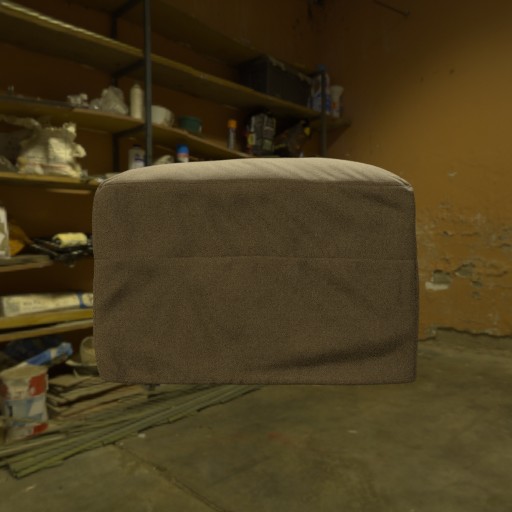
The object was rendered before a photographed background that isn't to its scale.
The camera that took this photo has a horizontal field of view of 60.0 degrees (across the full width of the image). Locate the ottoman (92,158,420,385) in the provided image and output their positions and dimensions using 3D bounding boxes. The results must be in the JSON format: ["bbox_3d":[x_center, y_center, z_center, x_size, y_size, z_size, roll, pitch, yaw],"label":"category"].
[{"bbox_3d":[0.000,0.000,1.266,0.683,0.481,0.837,0,1,1],"label":"ottoman"}]
